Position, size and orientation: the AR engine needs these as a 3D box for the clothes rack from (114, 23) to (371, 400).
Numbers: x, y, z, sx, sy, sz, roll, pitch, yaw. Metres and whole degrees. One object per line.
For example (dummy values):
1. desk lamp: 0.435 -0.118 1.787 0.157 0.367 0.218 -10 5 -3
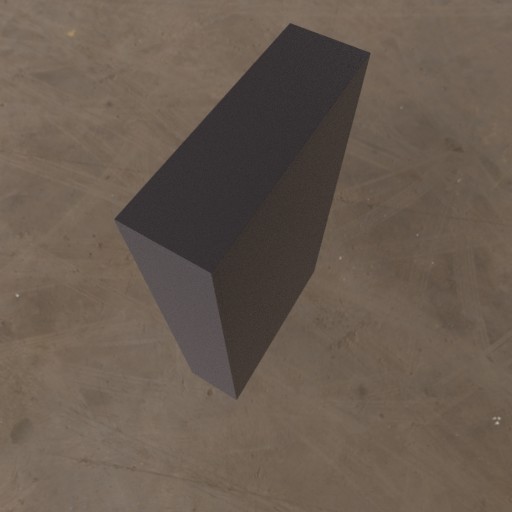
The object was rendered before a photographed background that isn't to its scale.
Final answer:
1. clothes rack: 0.000 0.000 1.598 0.250 1.280 0.750 28 65 14
